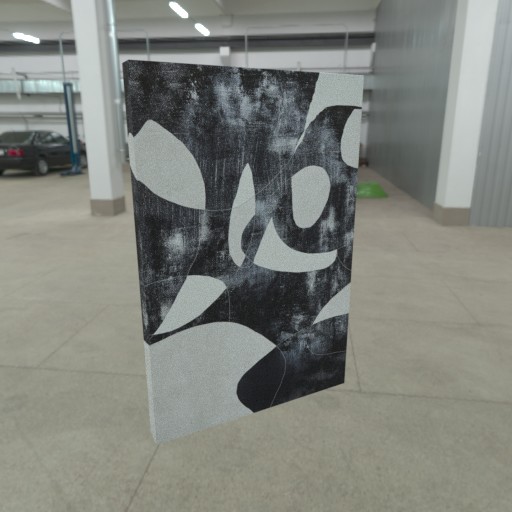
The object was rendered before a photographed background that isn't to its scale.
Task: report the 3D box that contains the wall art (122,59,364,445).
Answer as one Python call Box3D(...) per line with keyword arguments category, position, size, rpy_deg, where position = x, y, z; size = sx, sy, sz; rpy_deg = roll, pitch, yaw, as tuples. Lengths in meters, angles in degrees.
Box3D(category="wall art", position=(0.000, 0.000, 0.783), size=(0.407, 0.610, 0.039), rpy_deg=(-9, 18, -27))
